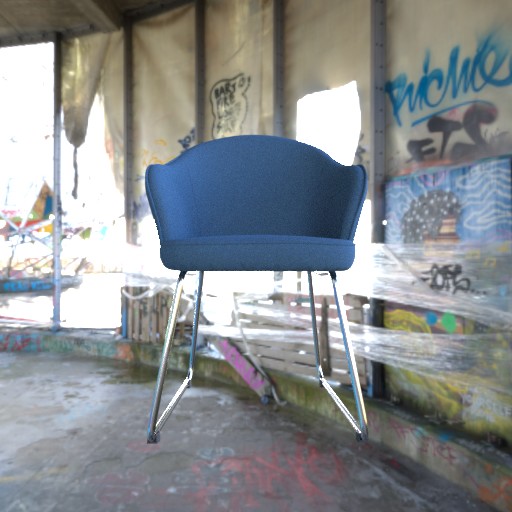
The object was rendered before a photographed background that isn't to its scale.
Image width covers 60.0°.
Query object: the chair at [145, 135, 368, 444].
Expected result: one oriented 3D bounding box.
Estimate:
[{"bbox_3d":[0.000,0.000,1.222,0.570,0.815,0.585,0,1,-1],"label":"chair"}]
